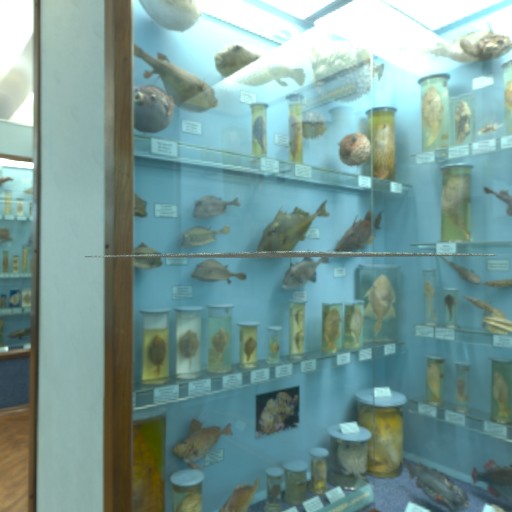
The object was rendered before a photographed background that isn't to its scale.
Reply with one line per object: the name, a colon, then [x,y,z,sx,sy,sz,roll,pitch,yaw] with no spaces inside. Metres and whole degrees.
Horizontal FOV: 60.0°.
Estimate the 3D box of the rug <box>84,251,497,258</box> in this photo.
rug: [0.000,0.000,2.008,1.035,0.006,1.652,0,-1,-37]
